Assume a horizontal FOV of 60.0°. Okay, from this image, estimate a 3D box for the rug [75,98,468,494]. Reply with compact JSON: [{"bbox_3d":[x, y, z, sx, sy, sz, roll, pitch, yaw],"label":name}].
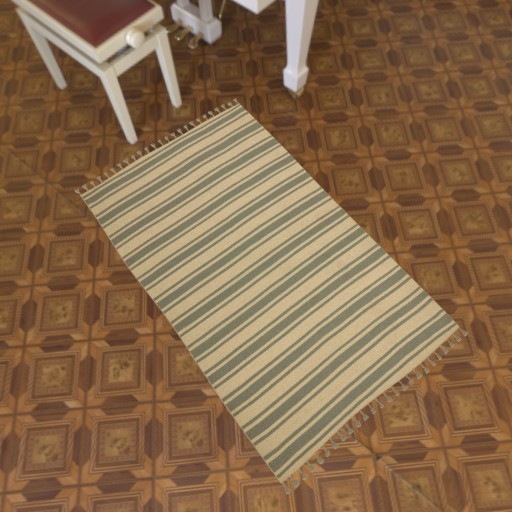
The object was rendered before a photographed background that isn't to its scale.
[{"bbox_3d":[0.000,0.000,2.508,1.222,0.009,2.084,-35,69,-15],"label":"rug"}]
